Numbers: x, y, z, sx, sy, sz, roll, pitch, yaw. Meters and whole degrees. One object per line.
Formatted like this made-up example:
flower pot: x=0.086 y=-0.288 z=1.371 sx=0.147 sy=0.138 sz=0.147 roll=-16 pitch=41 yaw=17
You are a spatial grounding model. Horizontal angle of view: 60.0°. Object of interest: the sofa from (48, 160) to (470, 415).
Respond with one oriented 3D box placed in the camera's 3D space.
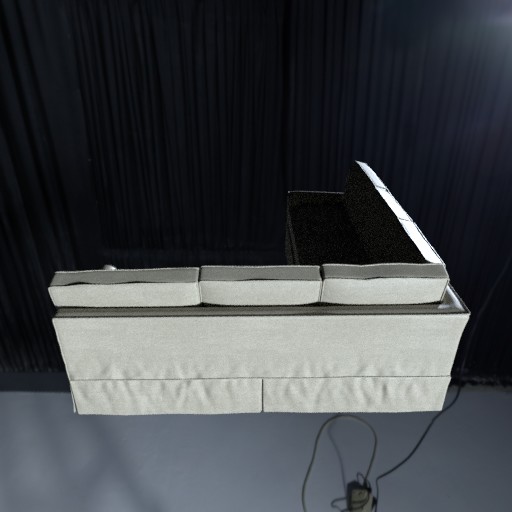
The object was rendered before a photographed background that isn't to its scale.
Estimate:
sofa: x=0.000 y=0.000 z=3.982 sx=2.623 sy=1.081 sz=2.618 roll=0 pitch=29 yaw=-1
